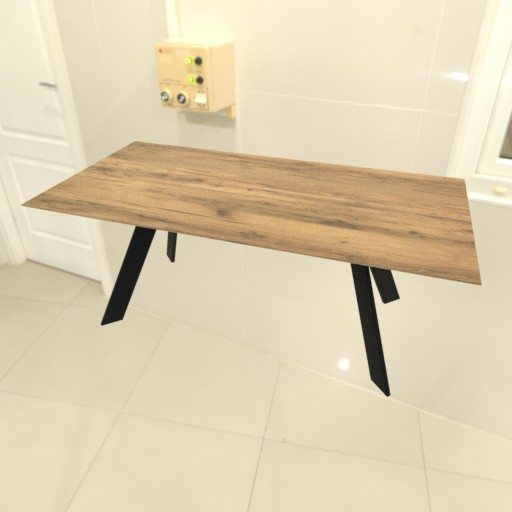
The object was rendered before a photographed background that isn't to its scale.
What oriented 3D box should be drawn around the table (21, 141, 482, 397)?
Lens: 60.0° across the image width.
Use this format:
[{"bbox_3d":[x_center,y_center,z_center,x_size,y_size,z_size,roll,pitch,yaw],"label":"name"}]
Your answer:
[{"bbox_3d":[0.000,0.000,2.425,2.000,0.770,1.000,10,34,16],"label":"table"}]
